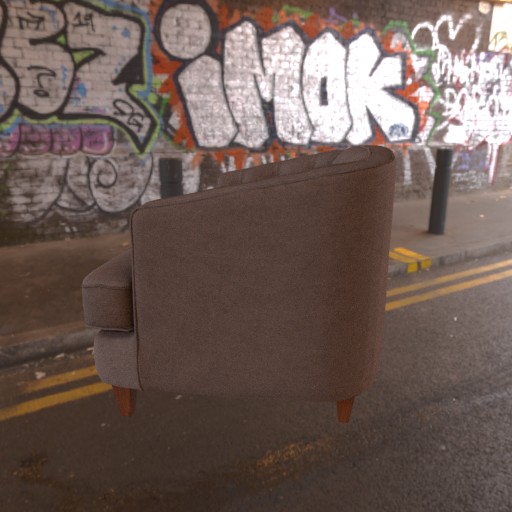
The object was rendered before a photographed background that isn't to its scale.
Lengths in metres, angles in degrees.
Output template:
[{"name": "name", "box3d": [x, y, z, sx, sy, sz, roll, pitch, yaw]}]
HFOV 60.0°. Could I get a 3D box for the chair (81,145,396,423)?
[{"name": "chair", "box3d": [0.000, 0.000, 1.755, 0.941, 0.852, 1.104, 3, 16, 9]}]
